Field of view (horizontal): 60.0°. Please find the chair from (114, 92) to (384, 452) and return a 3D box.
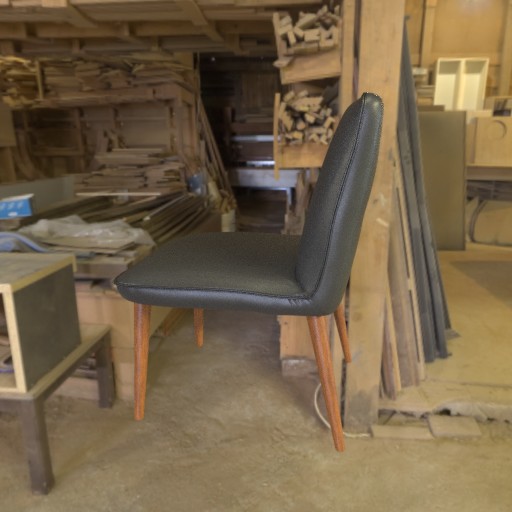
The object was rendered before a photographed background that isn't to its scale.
[{"bbox_3d":[0.000,0.000,1.215,0.645,0.801,0.543,2,15,9],"label":"chair"}]
